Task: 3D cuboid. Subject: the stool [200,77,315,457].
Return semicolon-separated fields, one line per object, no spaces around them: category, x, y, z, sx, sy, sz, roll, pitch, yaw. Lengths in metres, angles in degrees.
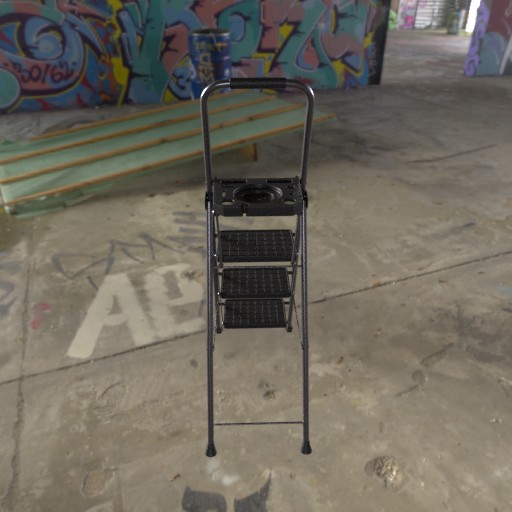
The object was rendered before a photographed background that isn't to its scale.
stool;0.000;0.000;1.620;0.396;1.277;0.733;-1;31;-1
